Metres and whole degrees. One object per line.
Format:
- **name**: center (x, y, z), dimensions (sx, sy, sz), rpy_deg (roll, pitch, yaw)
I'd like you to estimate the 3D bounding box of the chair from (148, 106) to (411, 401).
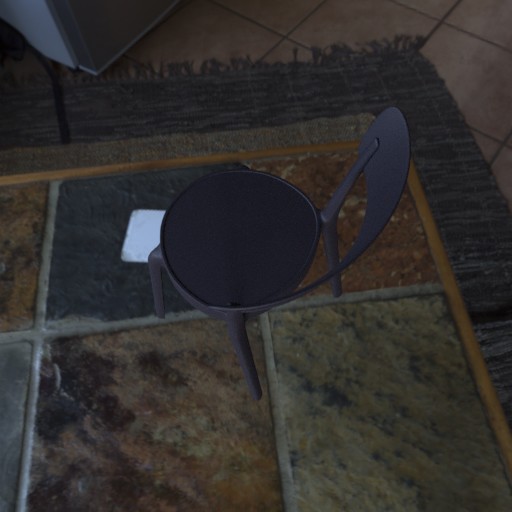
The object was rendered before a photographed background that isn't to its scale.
- **chair**: center (0.000, 0.000, 1.105), dimensions (0.491, 0.790, 0.506), rpy_deg (36, 69, 16)
